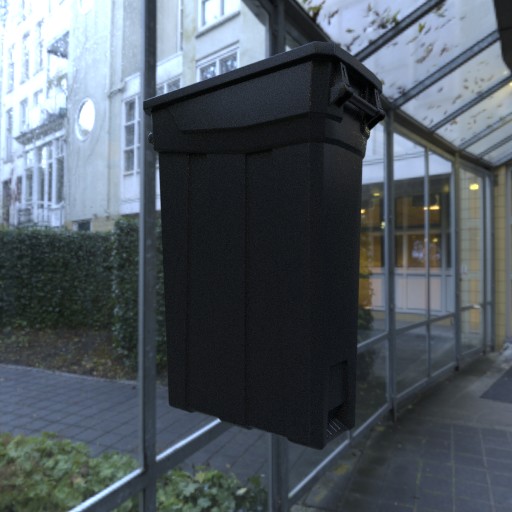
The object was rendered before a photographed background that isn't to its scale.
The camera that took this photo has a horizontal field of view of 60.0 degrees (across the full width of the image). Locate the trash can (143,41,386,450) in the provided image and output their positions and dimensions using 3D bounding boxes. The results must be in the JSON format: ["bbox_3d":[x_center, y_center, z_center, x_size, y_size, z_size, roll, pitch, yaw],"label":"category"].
[{"bbox_3d":[0.000,0.000,1.046,0.559,0.762,0.281,-1,-1,38],"label":"trash can"}]
